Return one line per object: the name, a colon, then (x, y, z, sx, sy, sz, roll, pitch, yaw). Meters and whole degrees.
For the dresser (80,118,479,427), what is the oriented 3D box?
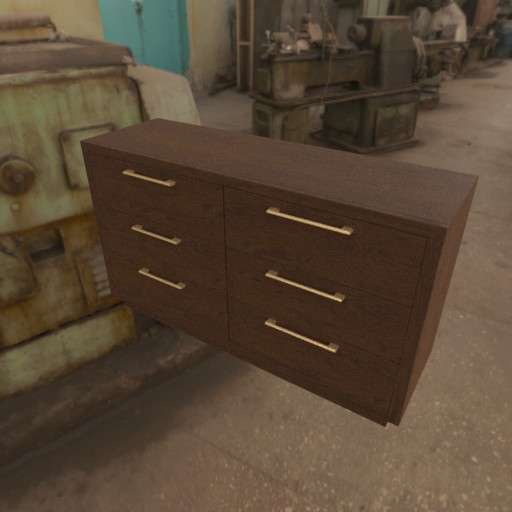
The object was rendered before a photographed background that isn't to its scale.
dresser: (0.000, 0.000, 1.944, 1.523, 0.889, 0.512, 18, 35, 28)
